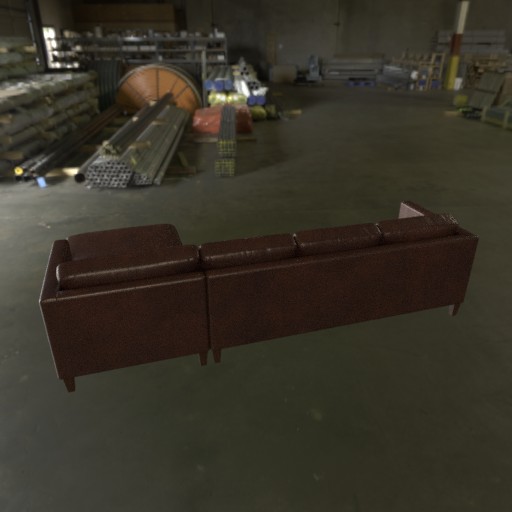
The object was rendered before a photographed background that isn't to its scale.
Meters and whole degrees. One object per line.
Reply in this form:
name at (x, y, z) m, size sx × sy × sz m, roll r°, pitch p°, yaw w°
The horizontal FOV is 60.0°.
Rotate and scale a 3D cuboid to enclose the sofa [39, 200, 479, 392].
sofa at (0.000, 0.000, 3.860) m, size 3.203 × 0.883 × 1.581 m, roll -8°, pitch 27°, yaw -16°
